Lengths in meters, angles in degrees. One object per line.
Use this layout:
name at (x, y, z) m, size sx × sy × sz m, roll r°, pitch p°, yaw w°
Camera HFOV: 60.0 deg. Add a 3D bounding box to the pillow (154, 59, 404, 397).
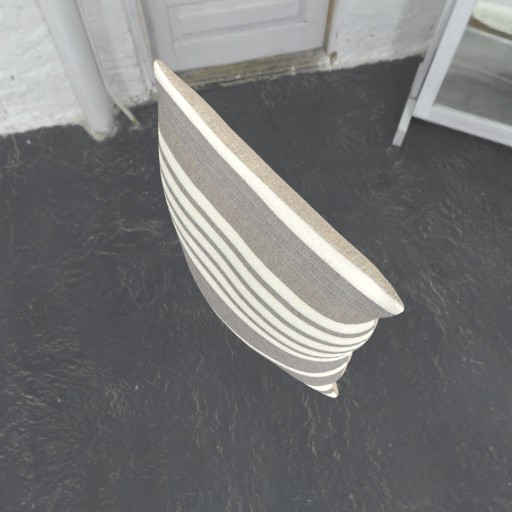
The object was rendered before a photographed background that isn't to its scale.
pillow at (0.000, 0.000, 0.674) m, size 0.182 × 0.440 × 0.439 m, roll -35°, pitch 67°, yaw -17°
